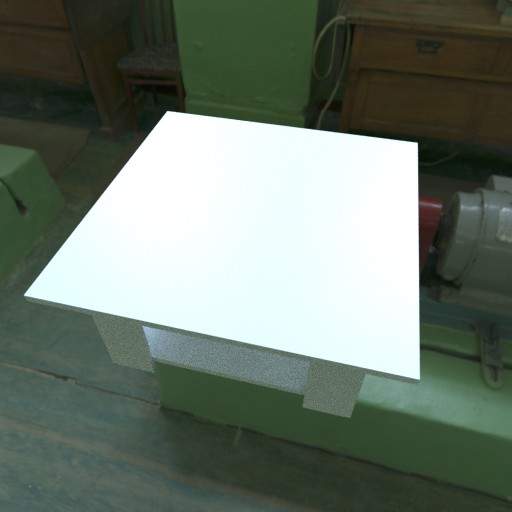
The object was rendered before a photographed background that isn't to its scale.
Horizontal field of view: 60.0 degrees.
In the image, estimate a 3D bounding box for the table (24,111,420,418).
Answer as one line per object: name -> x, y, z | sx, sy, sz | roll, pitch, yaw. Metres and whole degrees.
table -> 0.000, 0.000, 1.055 | 0.670, 0.305, 0.670 | 10, 47, 10
